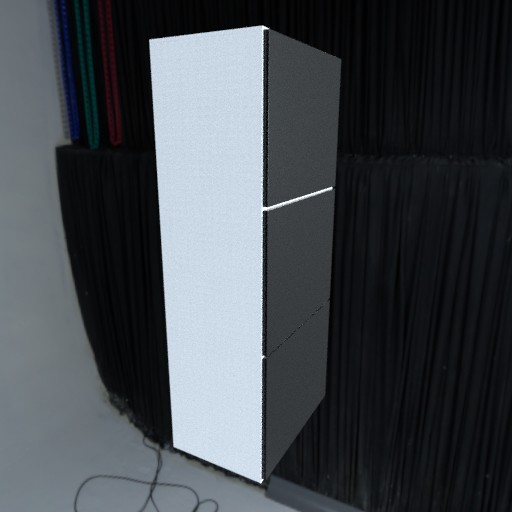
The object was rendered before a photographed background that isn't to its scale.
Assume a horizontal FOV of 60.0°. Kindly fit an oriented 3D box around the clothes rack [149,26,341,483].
[{"bbox_3d":[0.000,0.000,1.390,0.330,1.187,0.500,9,18,28],"label":"clothes rack"}]
